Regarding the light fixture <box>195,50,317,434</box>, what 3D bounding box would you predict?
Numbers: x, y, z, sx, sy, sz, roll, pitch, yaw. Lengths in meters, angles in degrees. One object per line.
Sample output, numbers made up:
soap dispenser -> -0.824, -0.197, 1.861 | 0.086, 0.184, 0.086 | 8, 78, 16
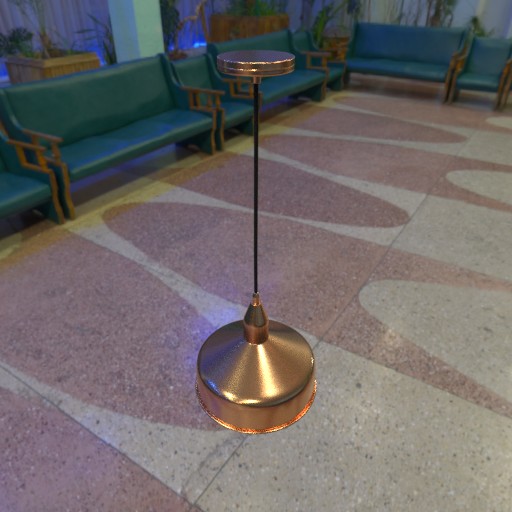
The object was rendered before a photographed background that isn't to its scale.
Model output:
light fixture -> 0.000, 0.000, 0.906 | 0.301, 0.754, 0.301 | 22, 39, 30
